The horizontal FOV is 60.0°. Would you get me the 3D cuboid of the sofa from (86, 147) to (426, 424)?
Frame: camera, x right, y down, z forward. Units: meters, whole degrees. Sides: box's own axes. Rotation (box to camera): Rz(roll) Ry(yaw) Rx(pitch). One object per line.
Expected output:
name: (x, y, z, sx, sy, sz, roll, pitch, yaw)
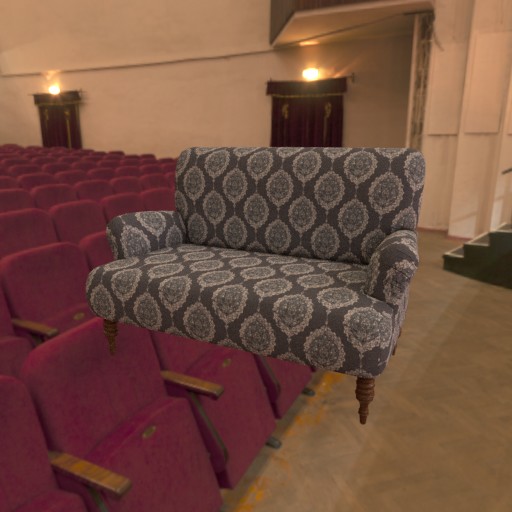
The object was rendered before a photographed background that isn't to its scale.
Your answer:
sofa: (0.000, 0.000, 1.835, 1.297, 0.867, 0.779, 7, 16, 26)
